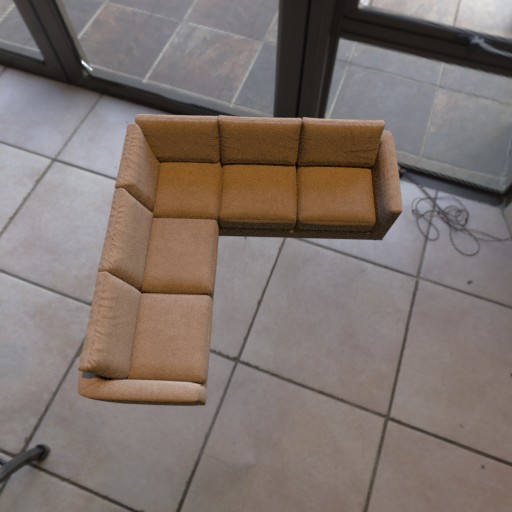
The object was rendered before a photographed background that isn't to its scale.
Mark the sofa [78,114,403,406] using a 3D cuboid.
[{"bbox_3d":[0.000,0.000,3.726,2.438,0.864,2.438,2,65,1],"label":"sofa"}]
